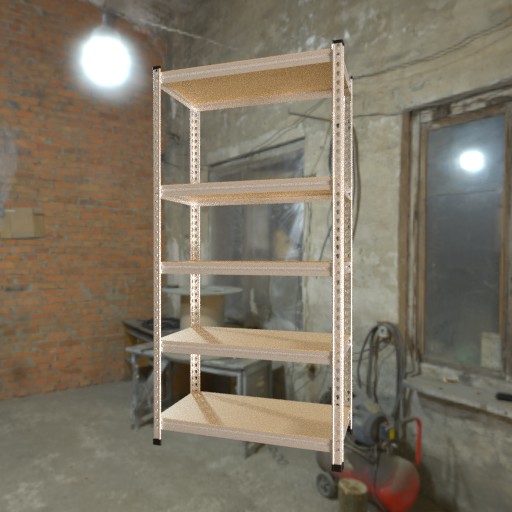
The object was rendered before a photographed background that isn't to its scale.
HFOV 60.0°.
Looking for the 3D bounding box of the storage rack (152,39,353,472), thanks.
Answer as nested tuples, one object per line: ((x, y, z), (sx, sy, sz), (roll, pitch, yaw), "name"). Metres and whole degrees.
((0.000, 0.000, 2.224), (0.914, 1.829, 0.457), (0, 0, 18), "storage rack")
